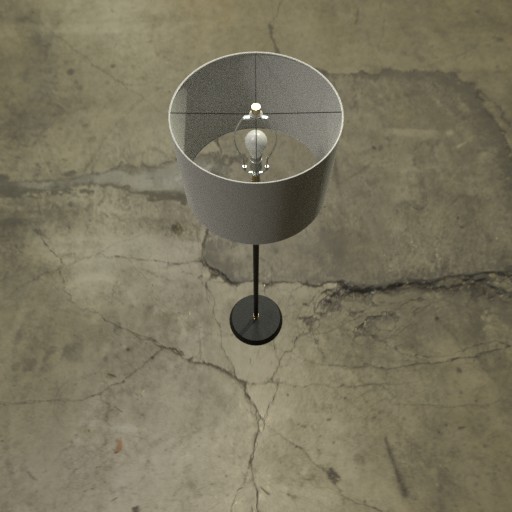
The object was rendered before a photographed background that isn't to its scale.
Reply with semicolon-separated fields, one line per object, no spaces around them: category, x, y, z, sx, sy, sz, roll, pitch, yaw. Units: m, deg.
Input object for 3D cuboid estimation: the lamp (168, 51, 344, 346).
lamp;0.000;0.000;1.685;0.404;1.517;0.404;0;63;0
